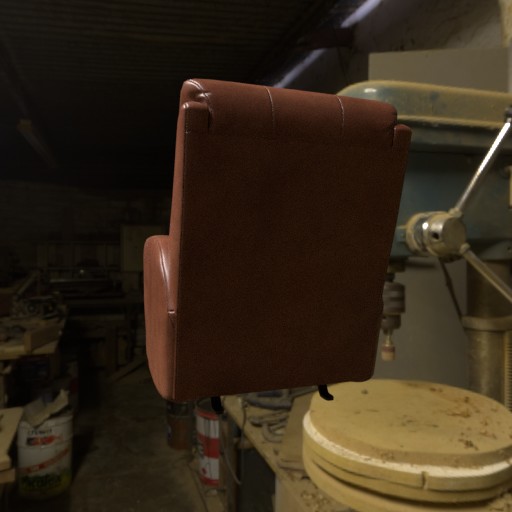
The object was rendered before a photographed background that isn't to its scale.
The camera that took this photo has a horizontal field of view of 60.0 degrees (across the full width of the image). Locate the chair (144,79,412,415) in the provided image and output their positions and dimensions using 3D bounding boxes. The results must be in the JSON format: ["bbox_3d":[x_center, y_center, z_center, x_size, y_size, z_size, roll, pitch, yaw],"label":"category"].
[{"bbox_3d":[0.000,0.000,1.705,0.787,1.016,0.939,0,1,-19],"label":"chair"}]
